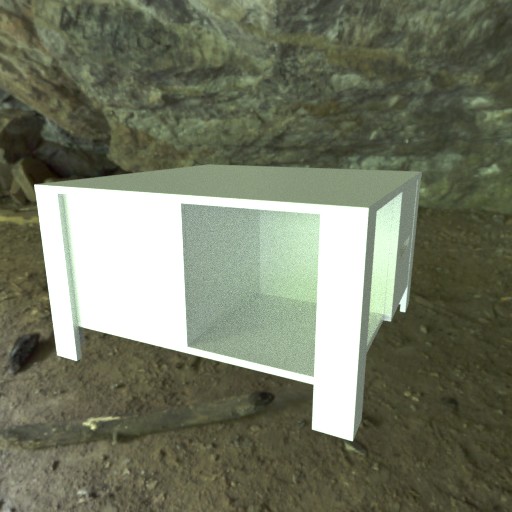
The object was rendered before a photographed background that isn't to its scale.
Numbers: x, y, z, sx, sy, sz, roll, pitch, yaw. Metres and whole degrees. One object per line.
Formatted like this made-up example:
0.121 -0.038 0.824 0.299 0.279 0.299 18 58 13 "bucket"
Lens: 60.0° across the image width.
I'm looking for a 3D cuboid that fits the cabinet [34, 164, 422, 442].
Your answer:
0.000 0.000 1.307 0.800 0.460 0.800 7 17 25 "cabinet"
